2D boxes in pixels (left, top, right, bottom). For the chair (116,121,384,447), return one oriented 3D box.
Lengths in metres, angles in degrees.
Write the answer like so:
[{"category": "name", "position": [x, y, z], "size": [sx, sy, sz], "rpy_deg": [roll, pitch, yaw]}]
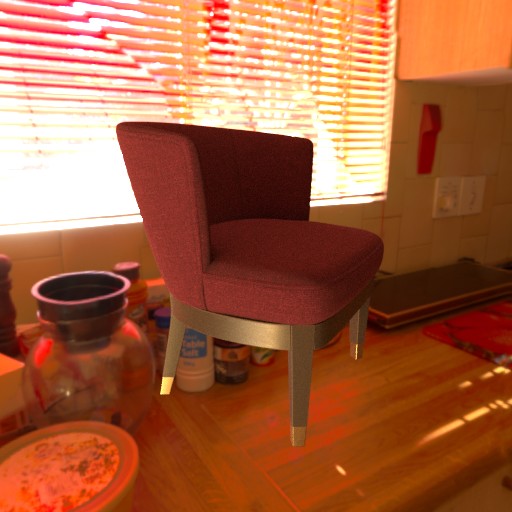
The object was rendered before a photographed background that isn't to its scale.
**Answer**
[{"category": "chair", "position": [0.000, 0.000, 1.294], "size": [0.660, 0.760, 0.700], "rpy_deg": [7, 16, 27]}]
